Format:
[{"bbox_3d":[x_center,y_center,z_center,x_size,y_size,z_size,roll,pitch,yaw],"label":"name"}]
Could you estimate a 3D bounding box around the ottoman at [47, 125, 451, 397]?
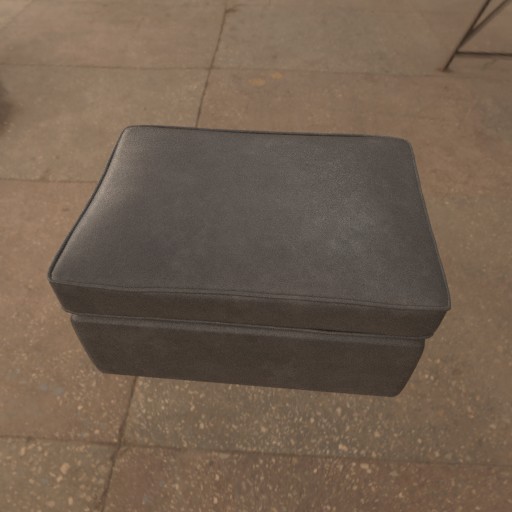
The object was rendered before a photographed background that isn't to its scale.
[{"bbox_3d":[0.000,0.000,1.113,0.756,0.445,0.554,4,48,3],"label":"ottoman"}]
